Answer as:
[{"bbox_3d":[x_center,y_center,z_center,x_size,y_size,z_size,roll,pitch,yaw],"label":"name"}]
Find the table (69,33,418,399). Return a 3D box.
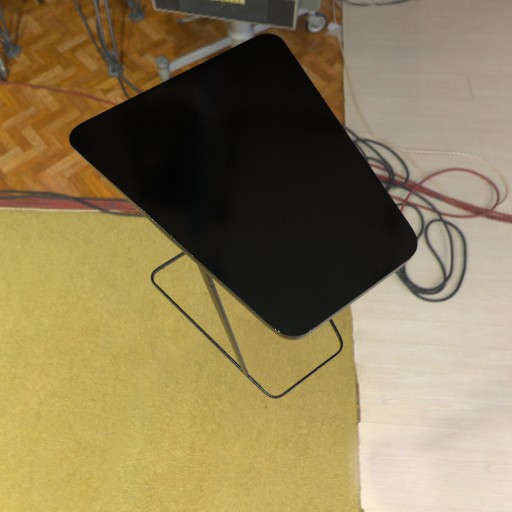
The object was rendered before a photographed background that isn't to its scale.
[{"bbox_3d":[0.000,0.000,0.977,0.427,0.624,0.500,-33,69,-14],"label":"table"}]
